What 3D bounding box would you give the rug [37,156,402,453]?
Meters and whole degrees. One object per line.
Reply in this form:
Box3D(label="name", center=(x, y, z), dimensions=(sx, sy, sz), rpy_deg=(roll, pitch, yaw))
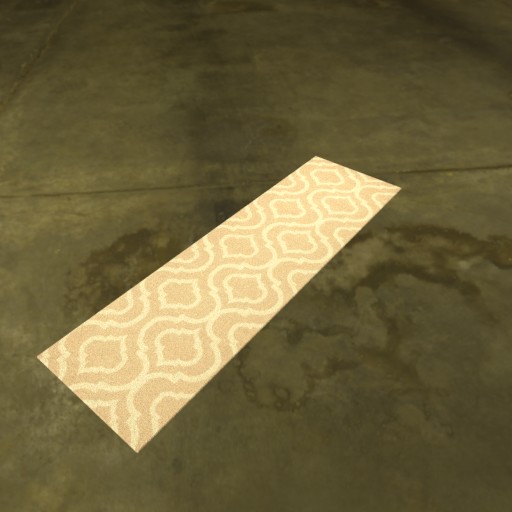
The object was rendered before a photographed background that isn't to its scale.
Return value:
Box3D(label="rug", center=(0.000, 0.000, 2.493), dimensions=(0.691, 0.013, 2.289), rpy_deg=(28, 49, 28))
